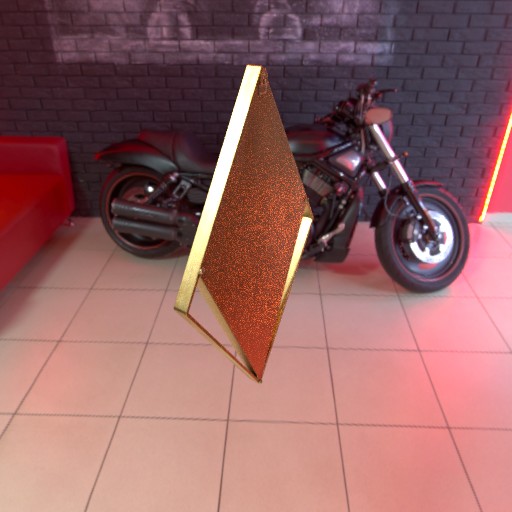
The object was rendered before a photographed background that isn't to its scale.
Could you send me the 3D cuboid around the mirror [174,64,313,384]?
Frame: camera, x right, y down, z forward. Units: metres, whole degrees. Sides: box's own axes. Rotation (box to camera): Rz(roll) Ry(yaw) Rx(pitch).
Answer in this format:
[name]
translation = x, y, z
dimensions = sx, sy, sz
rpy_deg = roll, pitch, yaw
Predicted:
[mirror]
translation = 0.000, 0.000, 0.851
dimensions = 0.032, 0.679, 0.419
rpy_deg = 20, 36, 29
